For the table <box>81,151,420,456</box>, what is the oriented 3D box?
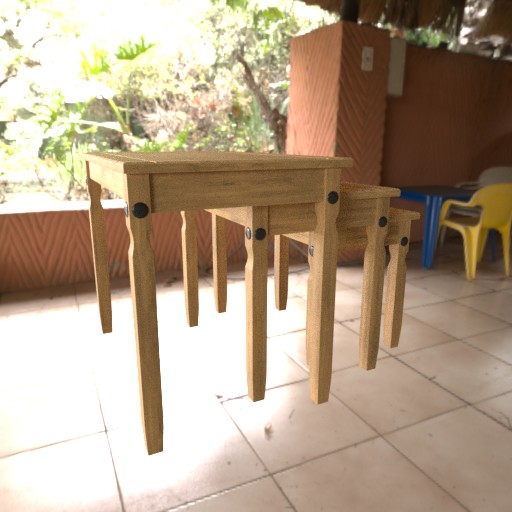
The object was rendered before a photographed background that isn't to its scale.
[{"bbox_3d":[0.000,0.000,1.190,0.773,0.535,0.660,-7,16,-25],"label":"table"}]
